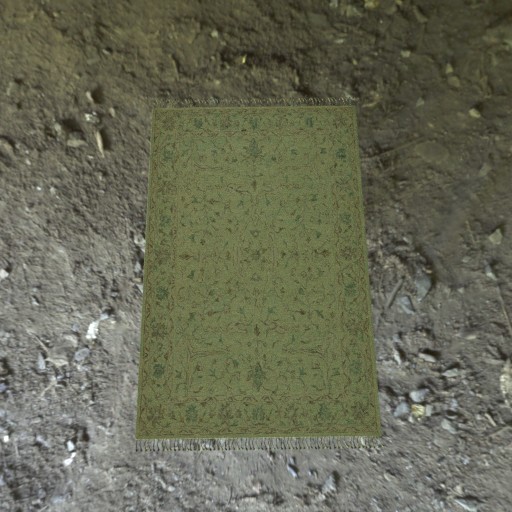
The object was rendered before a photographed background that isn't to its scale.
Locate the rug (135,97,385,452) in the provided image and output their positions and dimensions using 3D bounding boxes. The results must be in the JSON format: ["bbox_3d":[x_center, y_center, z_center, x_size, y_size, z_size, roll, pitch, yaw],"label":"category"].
[{"bbox_3d":[0.000,0.000,2.998,1.544,0.010,2.435,-1,75,0],"label":"rug"}]
